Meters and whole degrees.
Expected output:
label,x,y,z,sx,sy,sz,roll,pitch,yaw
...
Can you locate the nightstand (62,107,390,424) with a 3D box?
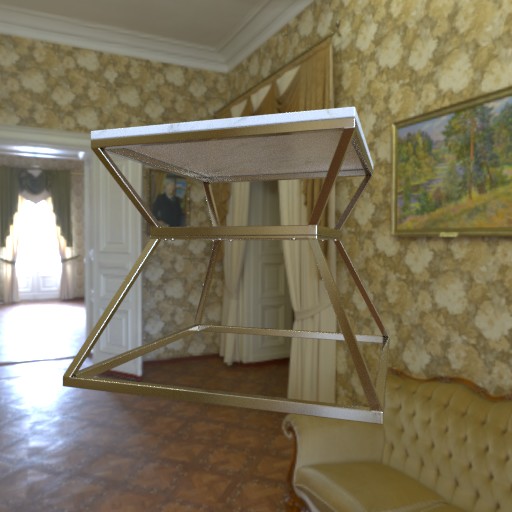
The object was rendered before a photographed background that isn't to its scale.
label,x,y,z,sx,sy,sz,roll,pitch,yaw
nightstand,0.000,0.000,0.899,0.514,0.426,0.513,0,2,18
